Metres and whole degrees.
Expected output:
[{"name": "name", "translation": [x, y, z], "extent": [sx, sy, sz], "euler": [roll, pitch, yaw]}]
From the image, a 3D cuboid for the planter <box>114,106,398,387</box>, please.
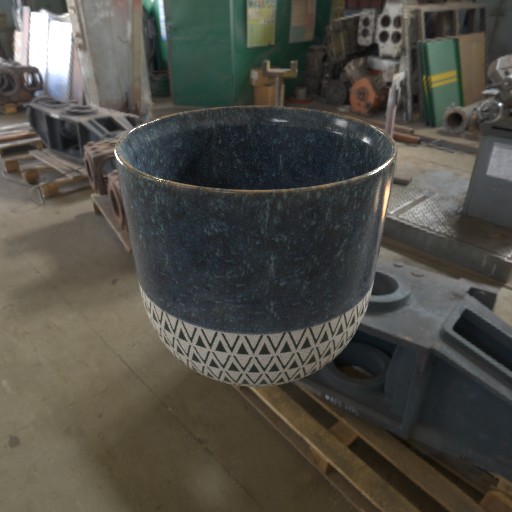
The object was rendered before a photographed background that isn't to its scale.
[{"name": "planter", "translation": [0.000, 0.000, 0.500], "extent": [0.266, 0.270, 0.266], "euler": [0, 31, 0]}]
